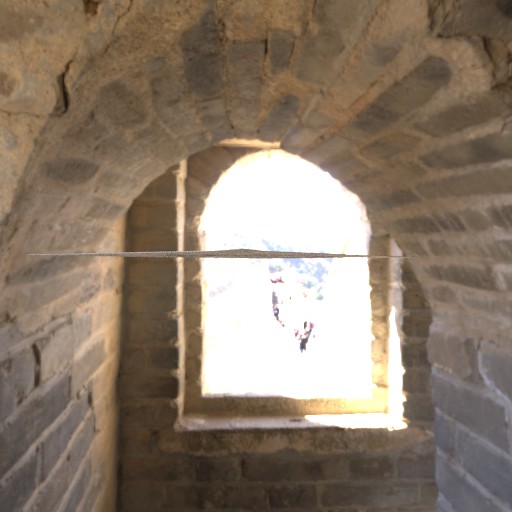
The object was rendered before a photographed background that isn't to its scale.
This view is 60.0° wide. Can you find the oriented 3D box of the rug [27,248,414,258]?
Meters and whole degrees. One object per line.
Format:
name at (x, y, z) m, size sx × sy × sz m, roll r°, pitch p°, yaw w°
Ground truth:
rug at (0.000, 0.000, 2.347) m, size 1.223 × 0.008 × 1.813 m, roll -1°, pitch -1°, yaw 36°
